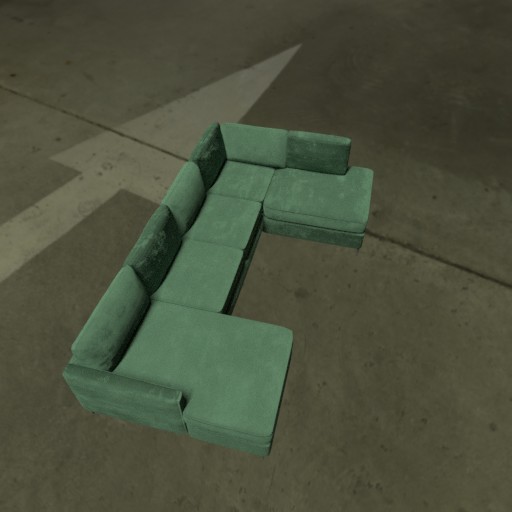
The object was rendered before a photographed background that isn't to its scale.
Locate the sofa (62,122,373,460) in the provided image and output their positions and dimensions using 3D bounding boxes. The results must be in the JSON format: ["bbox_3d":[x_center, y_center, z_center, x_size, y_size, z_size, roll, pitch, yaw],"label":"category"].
[{"bbox_3d":[0.000,0.000,4.335,2.055,0.992,3.434,10,47,10],"label":"sofa"}]
